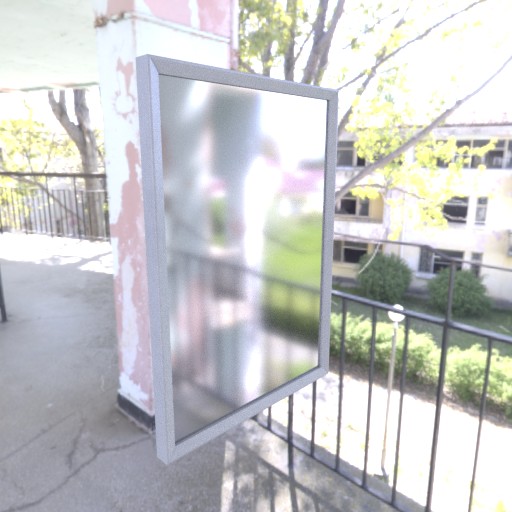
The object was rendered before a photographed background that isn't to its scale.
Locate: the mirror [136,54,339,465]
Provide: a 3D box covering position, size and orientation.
[{"bbox_3d":[0.000,0.000,0.935,0.039,0.710,0.507,12,17,43],"label":"mirror"}]
